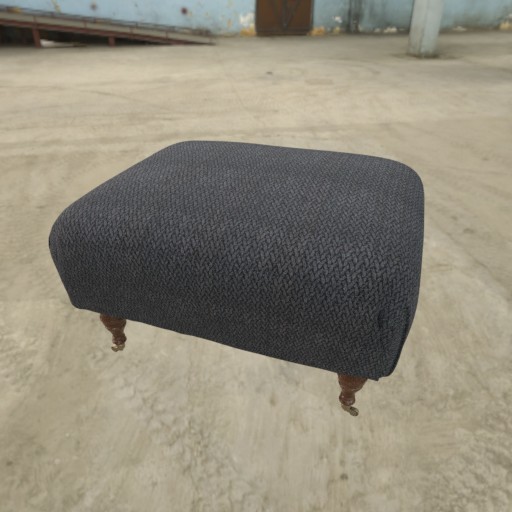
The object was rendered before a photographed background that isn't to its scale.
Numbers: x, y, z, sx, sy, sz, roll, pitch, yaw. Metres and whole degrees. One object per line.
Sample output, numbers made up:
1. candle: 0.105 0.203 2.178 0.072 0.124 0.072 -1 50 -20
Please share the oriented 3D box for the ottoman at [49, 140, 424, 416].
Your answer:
1. ottoman: 0.000 0.000 1.096 0.747 0.450 0.622 10 33 16
